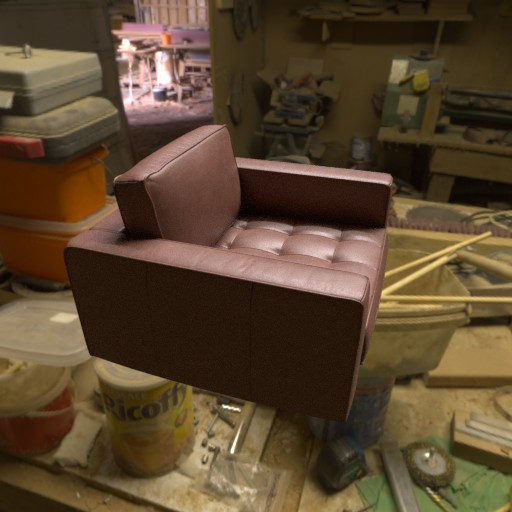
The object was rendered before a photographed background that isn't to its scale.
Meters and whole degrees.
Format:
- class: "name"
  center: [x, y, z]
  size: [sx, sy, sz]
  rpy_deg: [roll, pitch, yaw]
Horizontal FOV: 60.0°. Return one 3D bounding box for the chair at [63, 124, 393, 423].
- class: "chair"
  center: [0.000, 0.000, 1.594]
  size: [0.900, 0.770, 0.920]
  rpy_deg: [10, 33, 16]
